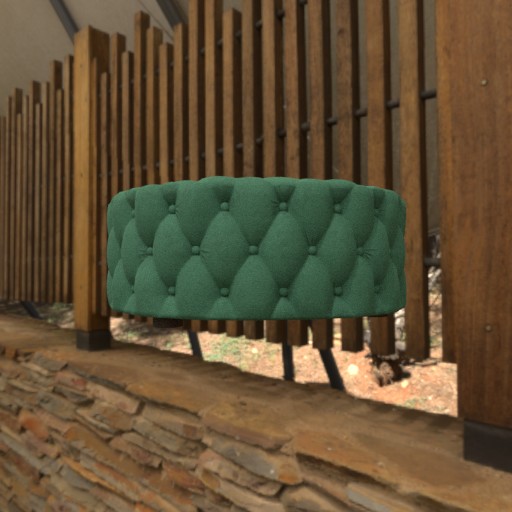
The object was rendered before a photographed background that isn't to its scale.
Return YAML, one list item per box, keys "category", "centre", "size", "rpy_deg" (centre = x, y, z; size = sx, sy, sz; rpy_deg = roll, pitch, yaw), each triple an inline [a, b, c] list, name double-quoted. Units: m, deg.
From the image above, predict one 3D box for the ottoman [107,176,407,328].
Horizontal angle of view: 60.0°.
- category: "ottoman"
  centre: [0.000, 0.000, 1.542]
  size: [0.998, 0.399, 0.998]
  rpy_deg: [0, -1, 0]
